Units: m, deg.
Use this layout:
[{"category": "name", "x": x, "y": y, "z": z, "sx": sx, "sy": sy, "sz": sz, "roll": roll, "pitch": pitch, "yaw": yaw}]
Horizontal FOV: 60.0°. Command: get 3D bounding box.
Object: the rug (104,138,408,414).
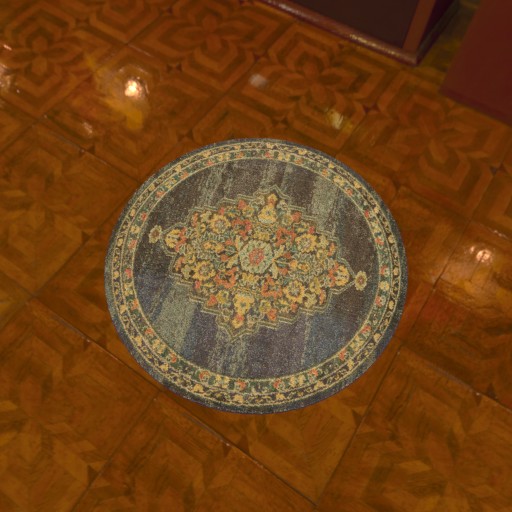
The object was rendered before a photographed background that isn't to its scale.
[{"category": "rug", "x": 0.000, "y": 0.000, "z": 2.347, "sx": 1.591, "sy": 0.010, "sz": 1.591, "roll": 0, "pitch": 64, "yaw": 0}]
